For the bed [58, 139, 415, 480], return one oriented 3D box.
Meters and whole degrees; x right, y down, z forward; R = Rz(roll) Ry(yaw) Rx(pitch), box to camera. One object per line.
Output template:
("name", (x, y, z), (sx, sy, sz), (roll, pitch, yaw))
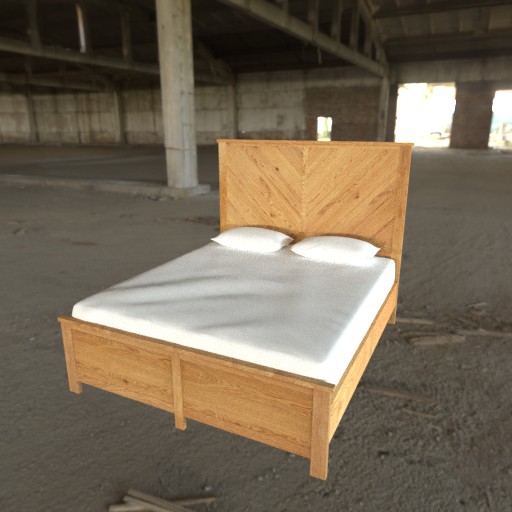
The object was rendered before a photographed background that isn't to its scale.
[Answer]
("bed", (0.000, 0.000, 3.484), (1.936, 1.686, 2.201), (8, 18, 25))
